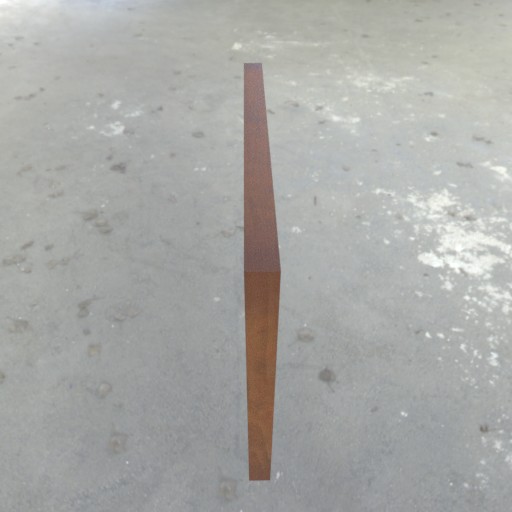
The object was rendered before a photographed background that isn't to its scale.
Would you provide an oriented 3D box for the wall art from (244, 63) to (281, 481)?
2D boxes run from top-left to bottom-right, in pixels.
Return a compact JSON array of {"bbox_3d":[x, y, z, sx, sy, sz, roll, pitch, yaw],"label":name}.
[{"bbox_3d":[0.000,0.000,0.760,0.033,0.457,0.558,-1,42,-1],"label":"wall art"}]
